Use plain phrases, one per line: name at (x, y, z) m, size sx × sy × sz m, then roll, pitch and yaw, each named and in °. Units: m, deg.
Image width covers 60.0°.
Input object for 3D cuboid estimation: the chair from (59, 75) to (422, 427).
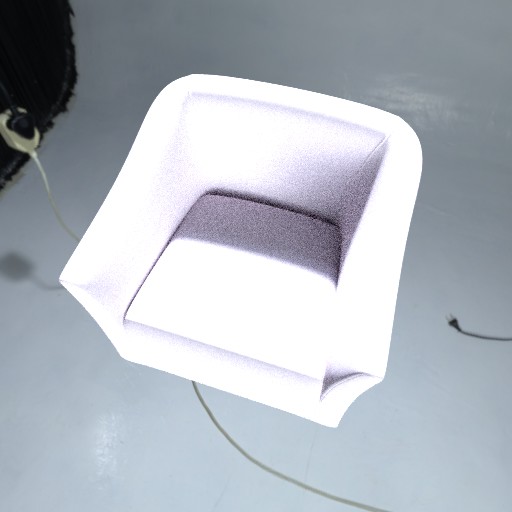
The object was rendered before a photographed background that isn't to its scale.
chair at (0.000, 0.000, 1.350) m, size 0.790 × 0.720 × 0.700 m, roll 15°, pitch 59°, yaw 10°
